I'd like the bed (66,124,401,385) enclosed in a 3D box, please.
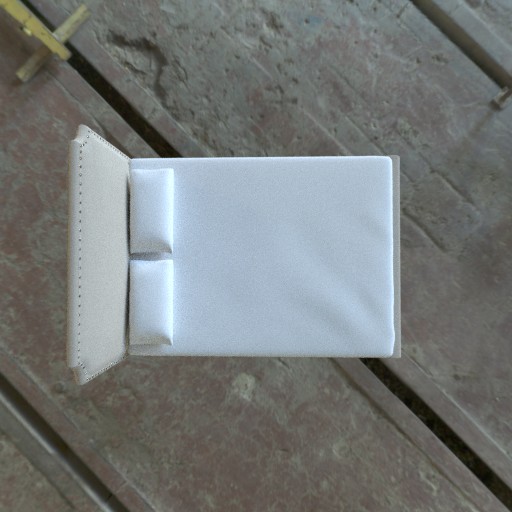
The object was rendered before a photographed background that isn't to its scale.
[{"bbox_3d":[0.000,0.000,3.444,2.372,1.443,1.713,0,89,2],"label":"bed"}]
